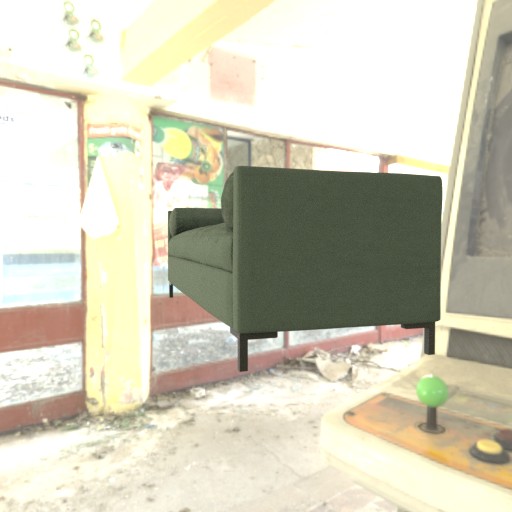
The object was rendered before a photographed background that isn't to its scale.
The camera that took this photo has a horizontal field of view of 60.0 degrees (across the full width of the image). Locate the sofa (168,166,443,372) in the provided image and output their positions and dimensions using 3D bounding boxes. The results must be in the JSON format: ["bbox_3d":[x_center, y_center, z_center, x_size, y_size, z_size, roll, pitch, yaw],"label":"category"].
[{"bbox_3d":[0.000,0.000,2.498,0.817,0.681,2.130,-1,2,-17],"label":"sofa"}]
